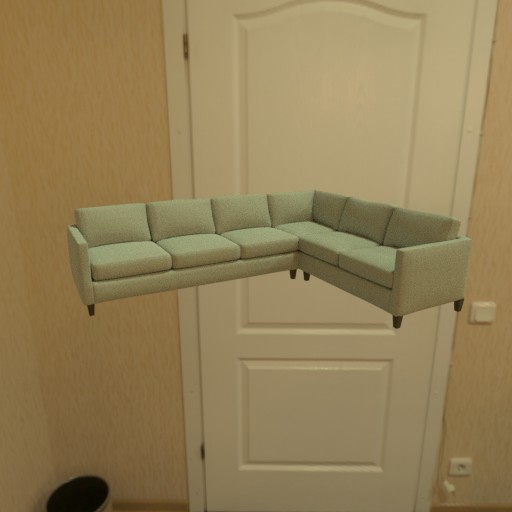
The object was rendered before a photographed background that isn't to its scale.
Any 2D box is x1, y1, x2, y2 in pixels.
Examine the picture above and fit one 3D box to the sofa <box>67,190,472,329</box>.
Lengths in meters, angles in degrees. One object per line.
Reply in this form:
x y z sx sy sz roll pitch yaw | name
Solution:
0.000 0.000 4.505 3.333 0.934 2.522 -8 18 -27 | sofa
